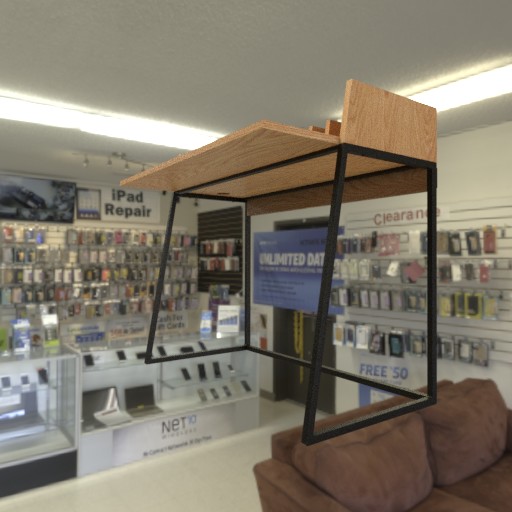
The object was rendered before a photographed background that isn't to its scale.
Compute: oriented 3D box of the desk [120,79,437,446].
[{"bbox_3d":[0.000,0.000,1.856,0.769,1.061,1.191,0,0,-35],"label":"desk"}]
